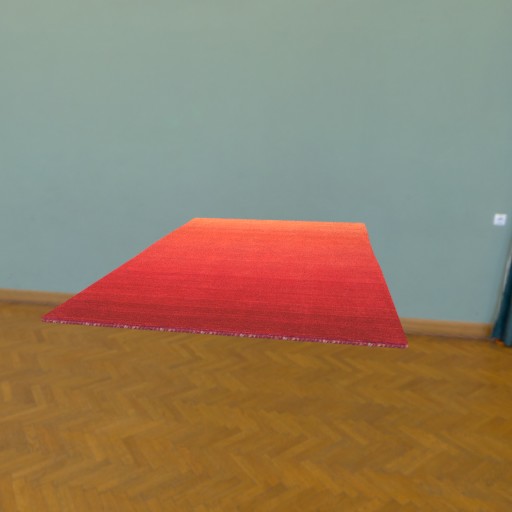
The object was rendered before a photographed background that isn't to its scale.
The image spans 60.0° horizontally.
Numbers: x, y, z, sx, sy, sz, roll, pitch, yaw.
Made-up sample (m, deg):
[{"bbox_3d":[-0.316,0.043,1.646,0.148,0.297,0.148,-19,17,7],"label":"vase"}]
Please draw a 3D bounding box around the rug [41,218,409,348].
[{"bbox_3d":[0.000,0.000,2.295,1.230,0.018,1.835,3,16,9],"label":"rug"}]
